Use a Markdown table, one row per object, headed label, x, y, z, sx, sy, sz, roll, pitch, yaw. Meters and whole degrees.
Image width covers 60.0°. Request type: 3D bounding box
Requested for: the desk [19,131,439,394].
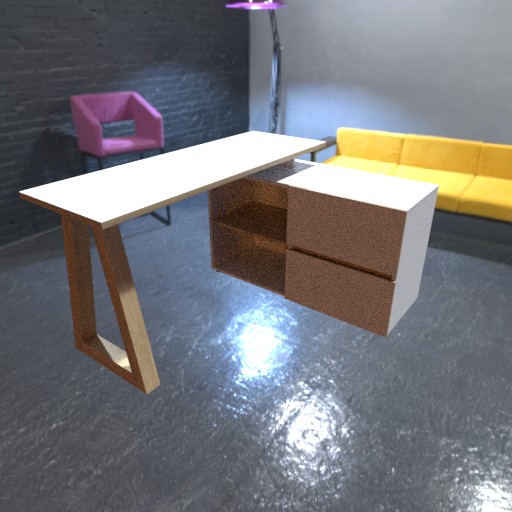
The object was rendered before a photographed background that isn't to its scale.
| label | x | y | z | sx | sy | sz | roll | pitch | yaw |
| --- | --- | --- | --- | --- | --- | --- | --- | --- | --- |
| desk | 0.000 | 0.000 | 1.985 | 1.098 | 0.755 | 1.404 | 19 | 32 | 32 |
